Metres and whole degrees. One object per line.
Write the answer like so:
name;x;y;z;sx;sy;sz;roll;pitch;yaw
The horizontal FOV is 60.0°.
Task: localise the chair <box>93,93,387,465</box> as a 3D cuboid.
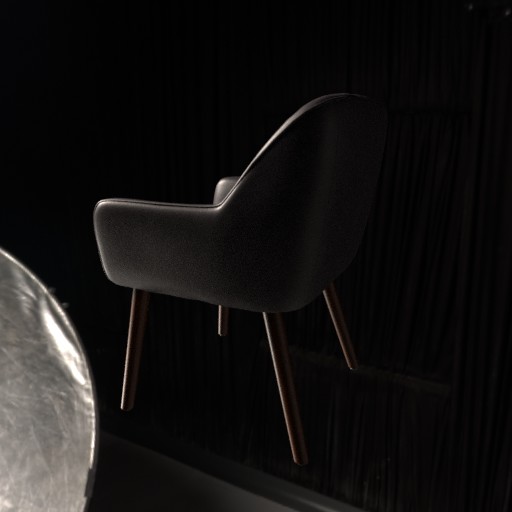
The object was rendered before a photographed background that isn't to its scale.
chair;0.000;0.000;1.242;0.610;0.828;0.610;8;18;25
